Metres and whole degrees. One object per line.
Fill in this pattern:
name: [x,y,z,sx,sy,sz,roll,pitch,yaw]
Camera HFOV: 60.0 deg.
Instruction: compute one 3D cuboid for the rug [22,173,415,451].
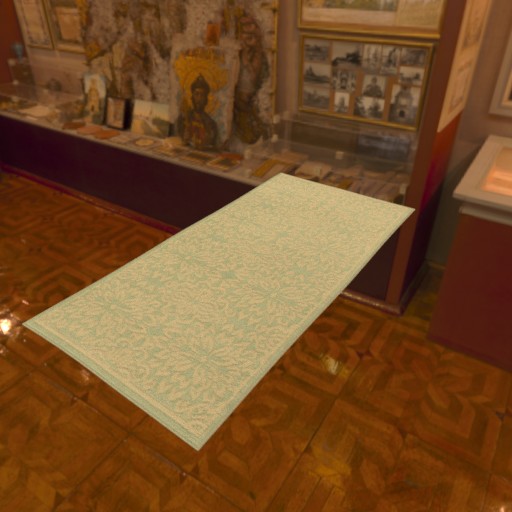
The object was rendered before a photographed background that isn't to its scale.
rug: [0.000,0.000,1.398,0.604,0.007,1.219,21,39,29]
